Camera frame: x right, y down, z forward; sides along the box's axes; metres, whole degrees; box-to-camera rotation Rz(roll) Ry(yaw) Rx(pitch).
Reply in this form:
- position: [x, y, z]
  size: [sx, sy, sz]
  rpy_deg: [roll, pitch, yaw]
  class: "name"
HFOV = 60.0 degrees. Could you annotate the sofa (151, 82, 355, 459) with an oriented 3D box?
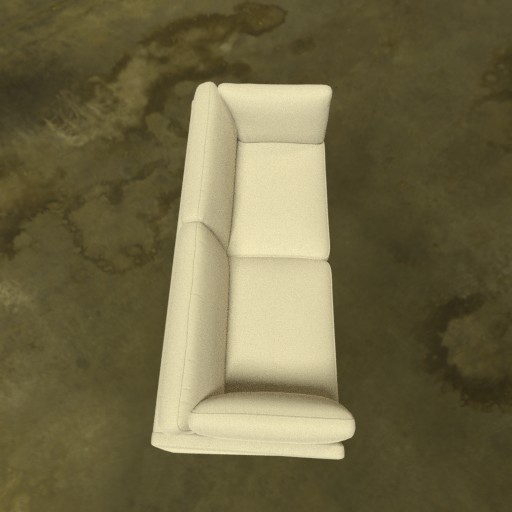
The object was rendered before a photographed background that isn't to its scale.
- position: [0.000, 0.000, 2.771]
  size: [0.957, 0.863, 2.301]
  rpy_deg: [1, 64, 1]
  class: "sofa"
